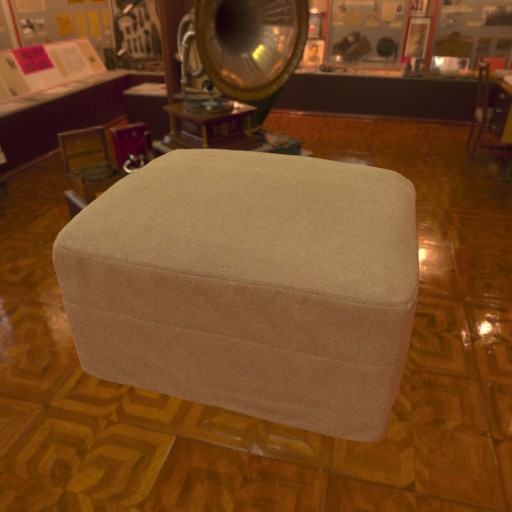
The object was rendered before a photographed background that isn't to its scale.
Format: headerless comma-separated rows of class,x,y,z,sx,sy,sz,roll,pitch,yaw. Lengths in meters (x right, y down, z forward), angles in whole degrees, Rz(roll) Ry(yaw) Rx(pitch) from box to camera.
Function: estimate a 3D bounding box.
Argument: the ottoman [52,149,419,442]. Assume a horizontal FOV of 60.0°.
ottoman,0.000,0.000,1.228,0.837,0.481,0.683,9,33,14
